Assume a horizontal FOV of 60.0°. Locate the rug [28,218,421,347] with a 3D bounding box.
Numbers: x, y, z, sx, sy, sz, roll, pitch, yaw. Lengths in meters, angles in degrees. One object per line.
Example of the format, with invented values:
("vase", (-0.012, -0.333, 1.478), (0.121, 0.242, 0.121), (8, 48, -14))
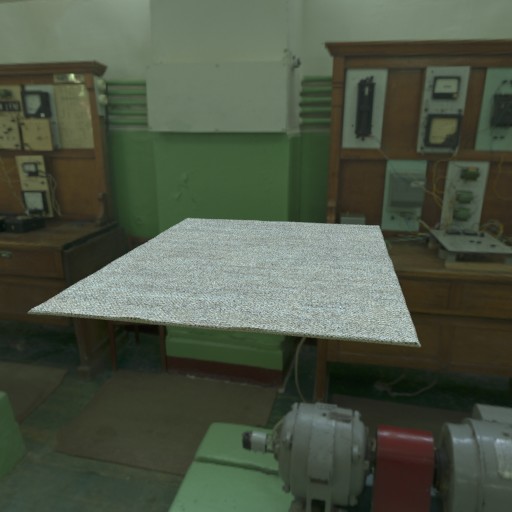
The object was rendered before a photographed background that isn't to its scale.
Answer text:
("rug", (0.000, 0.000, 4.077), (2.429, 0.030, 3.052), (3, 17, 10))
